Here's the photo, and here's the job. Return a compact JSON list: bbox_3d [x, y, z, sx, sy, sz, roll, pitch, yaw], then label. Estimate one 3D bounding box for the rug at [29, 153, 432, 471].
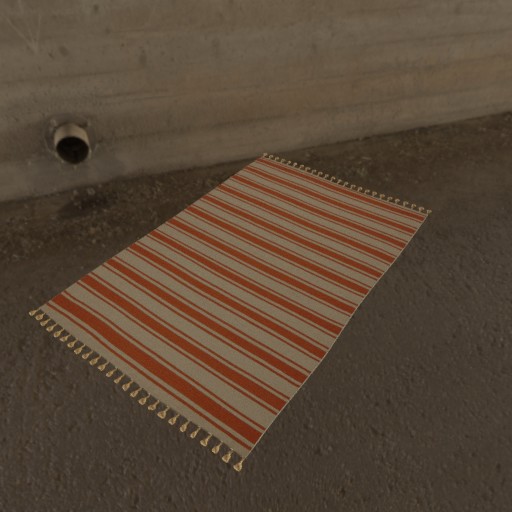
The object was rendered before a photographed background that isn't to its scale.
[{"bbox_3d":[0.000,0.000,2.989,1.556,0.022,2.433,26,47,26],"label":"rug"}]
